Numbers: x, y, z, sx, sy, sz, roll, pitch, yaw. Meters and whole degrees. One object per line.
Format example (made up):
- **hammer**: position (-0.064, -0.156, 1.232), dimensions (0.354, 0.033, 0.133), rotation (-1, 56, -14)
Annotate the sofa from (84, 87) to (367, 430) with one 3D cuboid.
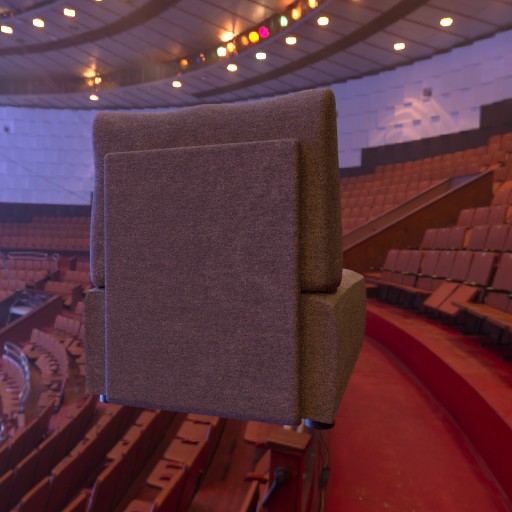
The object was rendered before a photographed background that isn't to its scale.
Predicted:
- **sofa**: position (0.000, 0.000, 1.576), dimensions (0.700, 0.820, 1.000), rotation (0, 1, 18)
